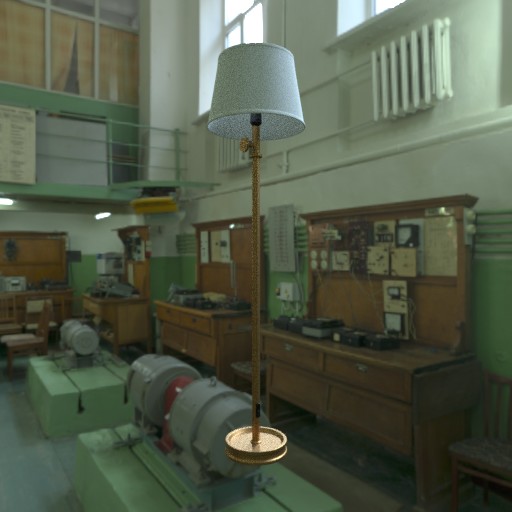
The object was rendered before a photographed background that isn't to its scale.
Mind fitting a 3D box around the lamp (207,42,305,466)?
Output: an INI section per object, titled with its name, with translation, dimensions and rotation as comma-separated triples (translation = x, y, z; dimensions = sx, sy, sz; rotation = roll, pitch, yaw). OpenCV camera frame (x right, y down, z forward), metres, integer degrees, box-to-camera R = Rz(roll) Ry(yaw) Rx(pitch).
[lamp]
translation = 0.000, 0.000, 0.805
dimensions = 0.178, 0.710, 0.178
rotation = 0, 0, 0
